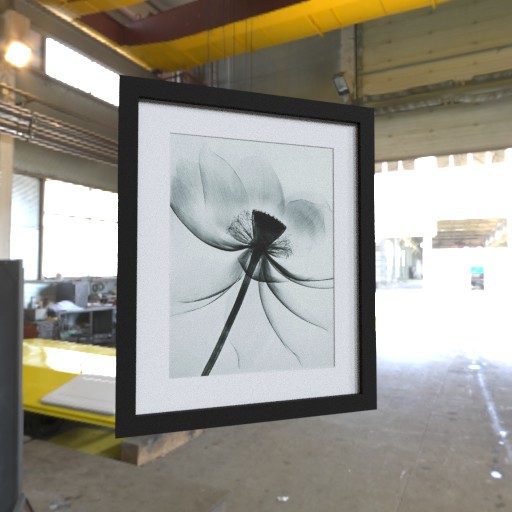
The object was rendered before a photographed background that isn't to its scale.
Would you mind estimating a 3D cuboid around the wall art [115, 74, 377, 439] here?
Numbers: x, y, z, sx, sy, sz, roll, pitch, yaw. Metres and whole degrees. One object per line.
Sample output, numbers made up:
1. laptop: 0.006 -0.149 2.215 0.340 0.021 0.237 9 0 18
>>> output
1. wall art: 0.000 0.000 0.764 0.457 0.559 0.029 1 -2 -18
